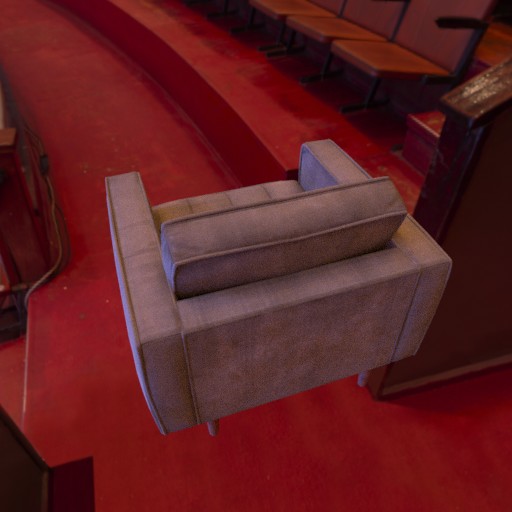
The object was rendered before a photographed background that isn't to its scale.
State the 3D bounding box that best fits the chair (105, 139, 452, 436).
[{"bbox_3d":[0.000,0.000,1.541,0.928,0.773,0.843,-13,43,-14],"label":"chair"}]
